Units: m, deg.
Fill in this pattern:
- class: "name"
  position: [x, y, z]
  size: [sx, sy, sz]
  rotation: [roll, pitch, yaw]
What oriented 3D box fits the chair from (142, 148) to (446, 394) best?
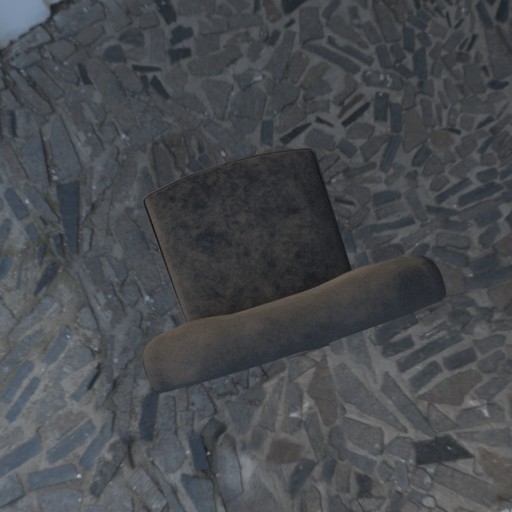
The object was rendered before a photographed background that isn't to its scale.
- class: "chair"
  position: [0.000, 0.000, 1.169]
  size: [0.521, 0.806, 0.554]
  rotation: [-17, 76, -4]
